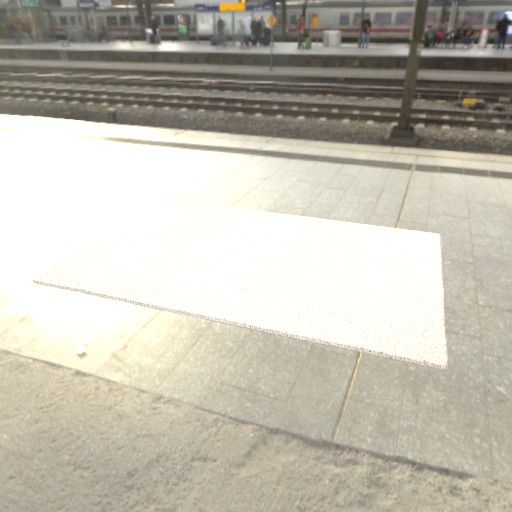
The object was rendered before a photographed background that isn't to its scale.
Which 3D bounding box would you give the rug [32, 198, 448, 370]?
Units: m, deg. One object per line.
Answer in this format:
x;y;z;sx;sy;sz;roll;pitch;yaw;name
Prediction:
0.000;0.000;3.462;2.743;0.030;1.778;9;29;17;rug
